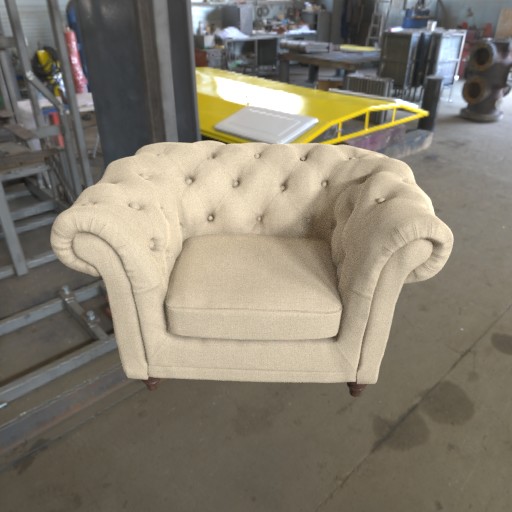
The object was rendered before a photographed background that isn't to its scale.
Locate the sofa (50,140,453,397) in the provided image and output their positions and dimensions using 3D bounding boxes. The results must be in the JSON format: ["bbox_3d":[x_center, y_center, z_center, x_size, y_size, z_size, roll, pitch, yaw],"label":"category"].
[{"bbox_3d":[0.000,0.000,2.050,1.405,0.878,1.034,1,31,2],"label":"sofa"}]
